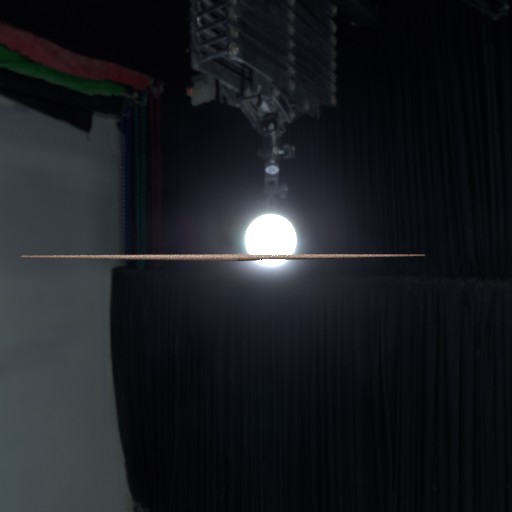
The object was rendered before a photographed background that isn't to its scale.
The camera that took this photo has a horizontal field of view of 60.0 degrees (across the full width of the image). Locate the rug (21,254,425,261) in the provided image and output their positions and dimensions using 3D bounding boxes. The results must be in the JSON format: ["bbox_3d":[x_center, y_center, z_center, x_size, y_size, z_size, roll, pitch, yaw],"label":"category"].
[{"bbox_3d":[0.000,0.000,2.892,1.524,0.011,2.286,0,1,36],"label":"rug"}]
